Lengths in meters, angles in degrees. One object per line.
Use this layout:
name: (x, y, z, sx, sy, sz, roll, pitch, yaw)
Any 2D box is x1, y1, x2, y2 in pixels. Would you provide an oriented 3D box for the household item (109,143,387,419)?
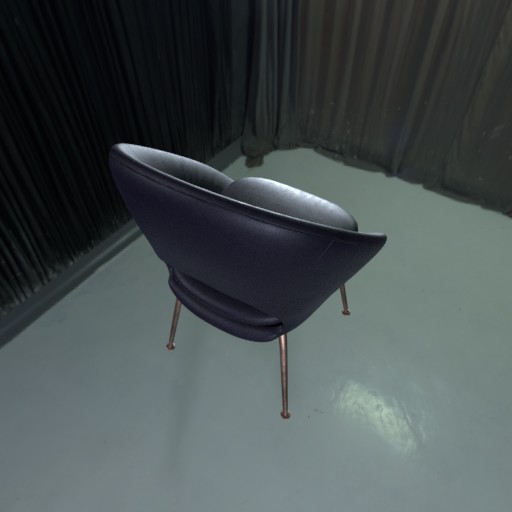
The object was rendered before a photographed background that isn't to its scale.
household item: (0.000, 0.000, 1.216, 0.623, 0.852, 0.573, 25, 52, 21)
